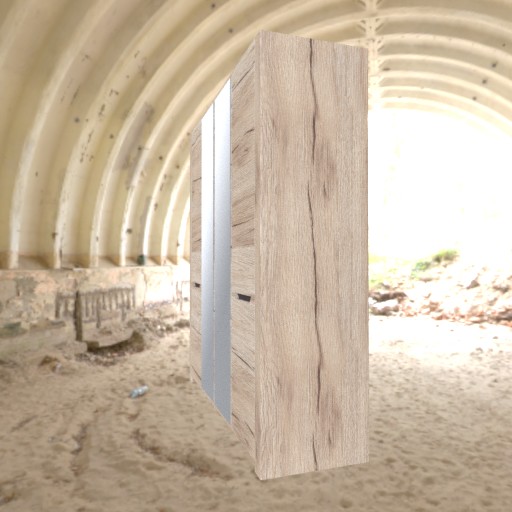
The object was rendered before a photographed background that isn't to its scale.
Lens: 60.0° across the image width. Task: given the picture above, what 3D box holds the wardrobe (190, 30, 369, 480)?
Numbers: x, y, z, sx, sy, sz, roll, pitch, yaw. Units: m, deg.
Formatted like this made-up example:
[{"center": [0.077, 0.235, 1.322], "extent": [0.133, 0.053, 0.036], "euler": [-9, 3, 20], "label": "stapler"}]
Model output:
[{"center": [0.000, 0.000, 2.981], "extent": [0.580, 2.070, 1.810], "euler": [0, -1, -19], "label": "wardrobe"}]
